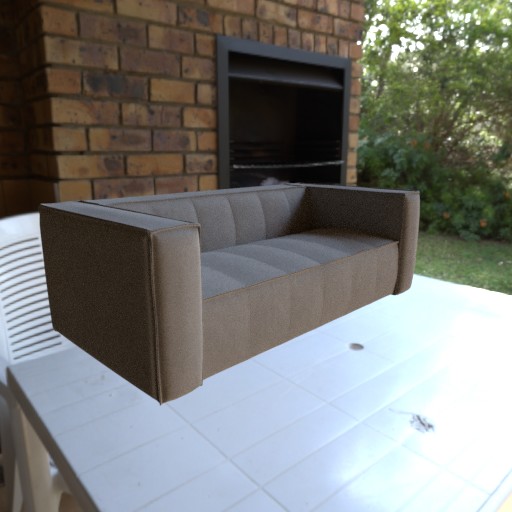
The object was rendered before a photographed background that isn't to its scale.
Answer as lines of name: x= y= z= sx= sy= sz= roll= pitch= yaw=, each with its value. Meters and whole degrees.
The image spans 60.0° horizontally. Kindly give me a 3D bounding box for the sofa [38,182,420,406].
sofa: x=0.000 y=0.000 z=2.503 sx=1.038 sy=0.680 sz=1.995 roll=13 pitch=19 yaw=43
